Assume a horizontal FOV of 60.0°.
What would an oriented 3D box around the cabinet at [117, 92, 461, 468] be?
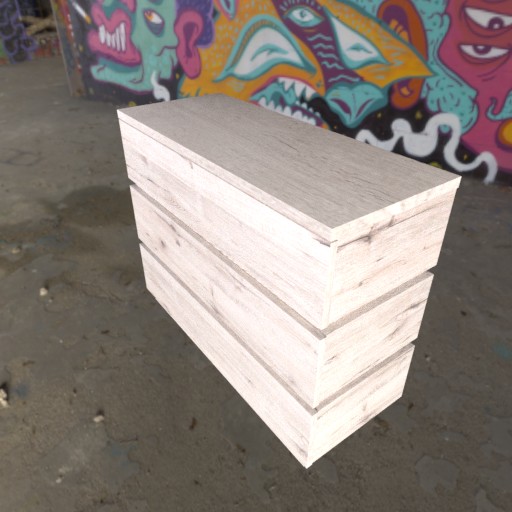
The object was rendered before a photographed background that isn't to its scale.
[{"bbox_3d":[0.000,0.000,1.499,0.420,0.820,1.040,-22,39,-30],"label":"cabinet"}]
